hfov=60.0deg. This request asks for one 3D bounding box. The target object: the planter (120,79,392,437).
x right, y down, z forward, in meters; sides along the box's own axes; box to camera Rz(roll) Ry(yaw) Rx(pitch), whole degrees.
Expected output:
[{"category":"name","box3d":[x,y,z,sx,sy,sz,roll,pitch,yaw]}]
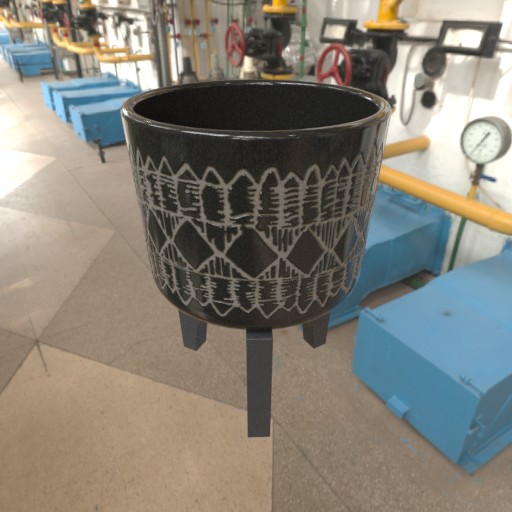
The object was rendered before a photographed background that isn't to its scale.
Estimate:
[{"category":"planter","box3d":[0.000,0.000,0.261,0.129,0.177,0.129,0,30,0]}]
